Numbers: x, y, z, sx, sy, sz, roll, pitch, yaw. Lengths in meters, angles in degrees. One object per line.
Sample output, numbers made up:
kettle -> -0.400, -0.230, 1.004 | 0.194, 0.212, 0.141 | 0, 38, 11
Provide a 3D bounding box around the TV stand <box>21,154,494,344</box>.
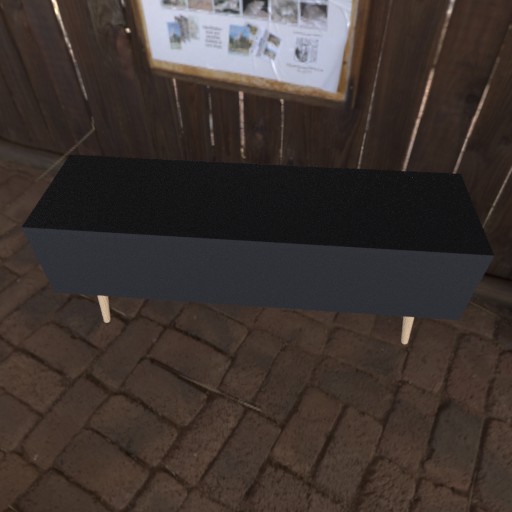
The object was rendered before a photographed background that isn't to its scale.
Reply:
TV stand -> 0.000, 0.000, 1.544 | 1.312, 0.518, 0.390 | 4, 46, 3
